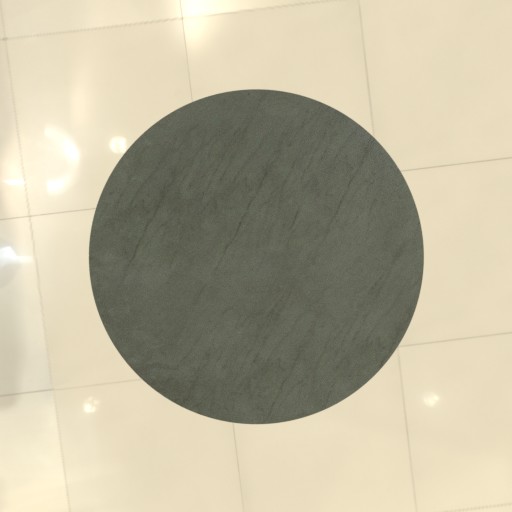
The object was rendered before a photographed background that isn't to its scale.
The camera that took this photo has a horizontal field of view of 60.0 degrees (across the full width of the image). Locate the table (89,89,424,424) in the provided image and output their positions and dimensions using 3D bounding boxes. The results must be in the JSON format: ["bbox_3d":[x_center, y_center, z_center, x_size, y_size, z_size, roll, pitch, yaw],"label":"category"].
[{"bbox_3d":[0.000,0.000,1.283,0.800,0.450,0.800,0,91,-1],"label":"table"}]
